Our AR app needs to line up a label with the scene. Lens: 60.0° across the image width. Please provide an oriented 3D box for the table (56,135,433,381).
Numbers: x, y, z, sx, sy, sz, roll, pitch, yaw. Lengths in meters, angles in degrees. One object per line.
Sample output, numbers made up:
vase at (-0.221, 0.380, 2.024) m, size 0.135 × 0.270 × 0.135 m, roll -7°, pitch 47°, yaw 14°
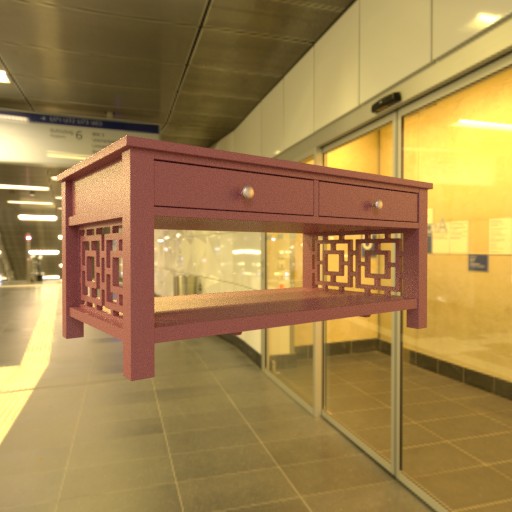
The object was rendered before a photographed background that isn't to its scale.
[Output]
table at (0.000, 0.000, 1.432) m, size 1.068 × 0.493 × 0.612 m, roll -1°, pitch 1°, yaw -36°
